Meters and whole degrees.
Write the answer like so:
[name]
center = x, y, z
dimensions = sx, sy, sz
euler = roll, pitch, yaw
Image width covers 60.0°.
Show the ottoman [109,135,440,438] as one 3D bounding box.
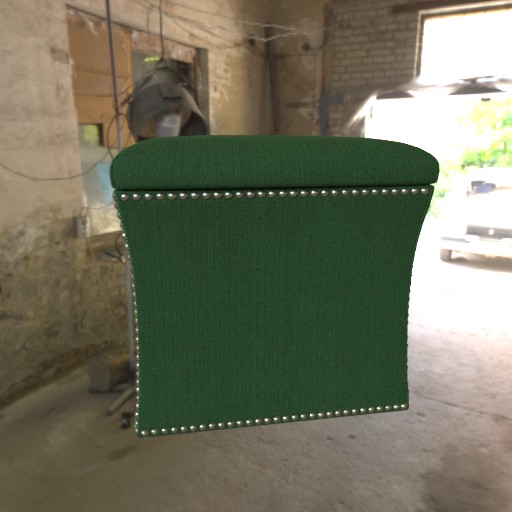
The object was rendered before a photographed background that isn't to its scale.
[ottoman]
center = 0.000, 0.000, 0.900
dimensions = 0.497, 0.475, 0.507
euler = -2, 15, -9
